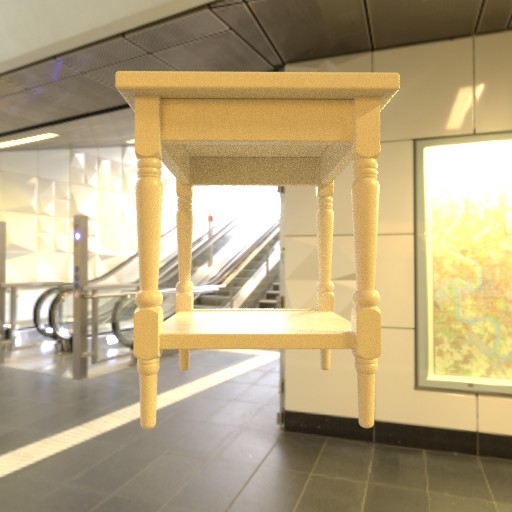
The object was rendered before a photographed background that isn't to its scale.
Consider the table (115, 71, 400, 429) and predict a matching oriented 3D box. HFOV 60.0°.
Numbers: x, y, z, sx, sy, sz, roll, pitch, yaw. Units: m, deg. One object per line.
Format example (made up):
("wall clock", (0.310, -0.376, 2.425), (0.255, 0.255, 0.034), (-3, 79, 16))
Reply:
("table", (0.000, 0.000, 0.925), (0.442, 0.565, 0.488), (0, -1, -1))
